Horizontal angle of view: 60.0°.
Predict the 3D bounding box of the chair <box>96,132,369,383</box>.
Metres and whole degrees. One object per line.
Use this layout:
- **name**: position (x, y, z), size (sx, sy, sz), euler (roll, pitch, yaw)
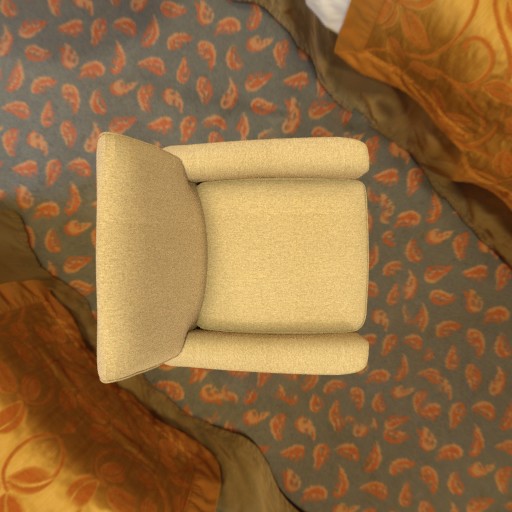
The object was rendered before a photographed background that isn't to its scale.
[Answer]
- **chair**: position (0.000, 0.000, 1.646), size (0.864, 1.014, 0.848), euler (0, 91, 0)
